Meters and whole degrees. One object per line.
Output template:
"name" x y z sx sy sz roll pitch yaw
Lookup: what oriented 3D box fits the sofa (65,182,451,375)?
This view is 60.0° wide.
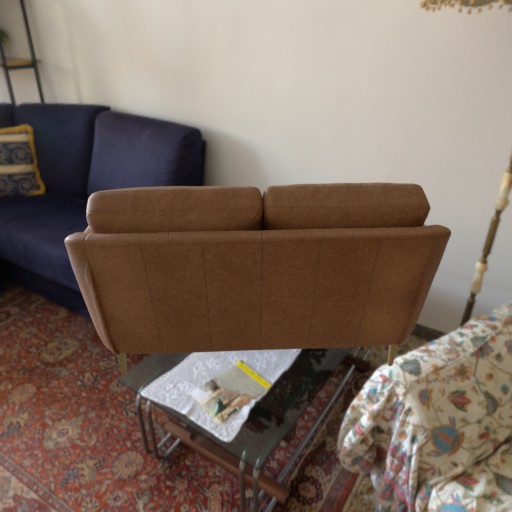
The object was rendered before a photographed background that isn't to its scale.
"sofa" 0.000 0.000 2.156 1.619 0.902 0.960 -1 29 -2
